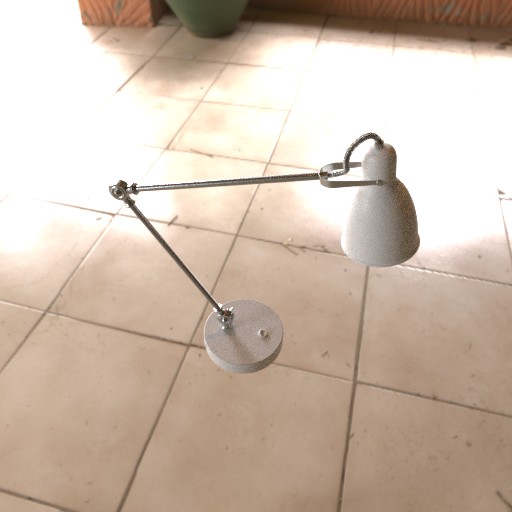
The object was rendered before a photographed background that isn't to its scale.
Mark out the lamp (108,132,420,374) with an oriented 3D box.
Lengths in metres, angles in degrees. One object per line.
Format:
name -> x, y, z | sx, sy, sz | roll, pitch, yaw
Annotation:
lamp -> 0.000, 0.000, 0.855 | 0.561, 0.587, 0.187 | 10, 46, 10
